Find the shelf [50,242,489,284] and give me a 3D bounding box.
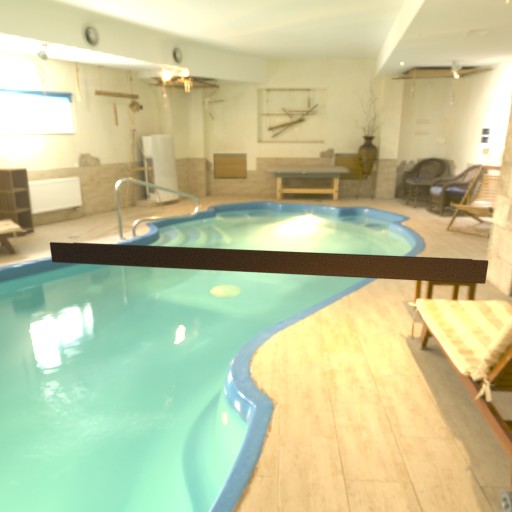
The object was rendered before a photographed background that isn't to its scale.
[{"bbox_3d":[0.000,0.000,0.975,0.924,0.049,0.092,2,16,9],"label":"shelf"}]
